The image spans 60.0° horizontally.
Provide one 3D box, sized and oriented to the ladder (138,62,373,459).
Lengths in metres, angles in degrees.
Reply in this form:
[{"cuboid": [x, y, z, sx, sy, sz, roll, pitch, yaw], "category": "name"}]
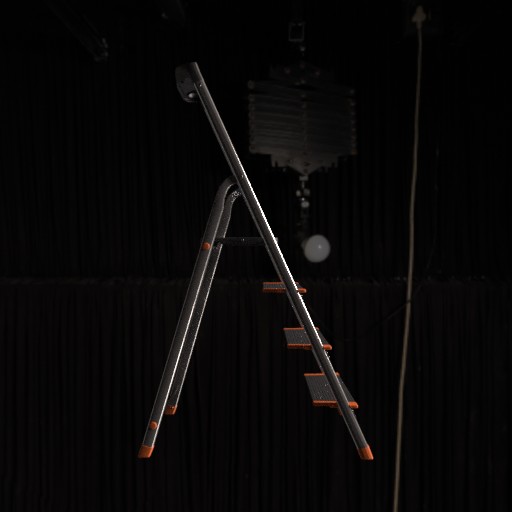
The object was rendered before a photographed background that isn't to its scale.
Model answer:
[{"cuboid": [0.000, 0.000, 1.787, 0.834, 1.429, 0.452, 0, 0, 1], "category": "ladder"}]
